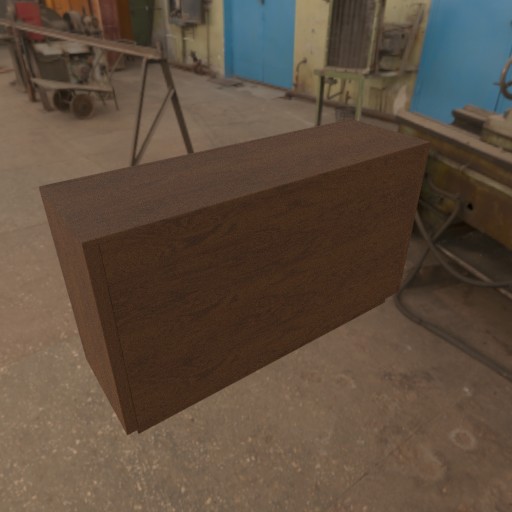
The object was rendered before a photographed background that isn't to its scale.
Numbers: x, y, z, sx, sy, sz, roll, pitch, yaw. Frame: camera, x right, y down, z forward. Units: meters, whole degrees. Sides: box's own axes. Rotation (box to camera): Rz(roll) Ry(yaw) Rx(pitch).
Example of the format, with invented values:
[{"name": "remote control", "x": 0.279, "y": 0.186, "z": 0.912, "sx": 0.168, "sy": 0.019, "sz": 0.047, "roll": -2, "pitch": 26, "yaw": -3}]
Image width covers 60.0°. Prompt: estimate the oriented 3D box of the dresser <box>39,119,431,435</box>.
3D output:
[{"name": "dresser", "x": 0.000, "y": 0.000, "z": 1.981, "sx": 1.523, "sy": 0.889, "sz": 0.512, "roll": -21, "pitch": 37, "yaw": -30}]
